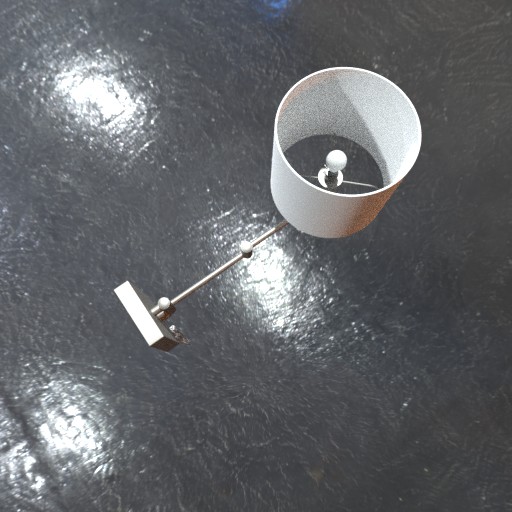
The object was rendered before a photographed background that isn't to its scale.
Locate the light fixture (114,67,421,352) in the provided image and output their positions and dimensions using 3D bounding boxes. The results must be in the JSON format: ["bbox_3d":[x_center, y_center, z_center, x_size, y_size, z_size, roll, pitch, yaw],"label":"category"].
[{"bbox_3d":[0.000,0.000,0.903,0.516,0.651,0.203,-35,77,-9],"label":"light fixture"}]
